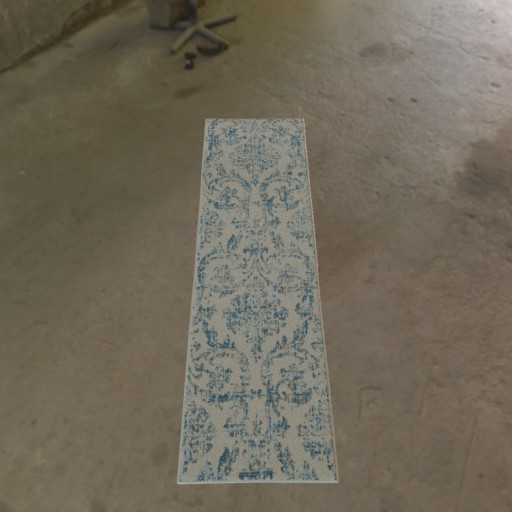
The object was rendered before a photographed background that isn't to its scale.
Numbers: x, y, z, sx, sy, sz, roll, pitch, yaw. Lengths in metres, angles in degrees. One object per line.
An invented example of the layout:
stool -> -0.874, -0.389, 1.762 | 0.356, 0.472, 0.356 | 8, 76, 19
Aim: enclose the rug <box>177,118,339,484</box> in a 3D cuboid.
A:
rug -> 0.000, 0.000, 2.396 | 0.662, 0.011, 2.196 | 0, 58, 0
